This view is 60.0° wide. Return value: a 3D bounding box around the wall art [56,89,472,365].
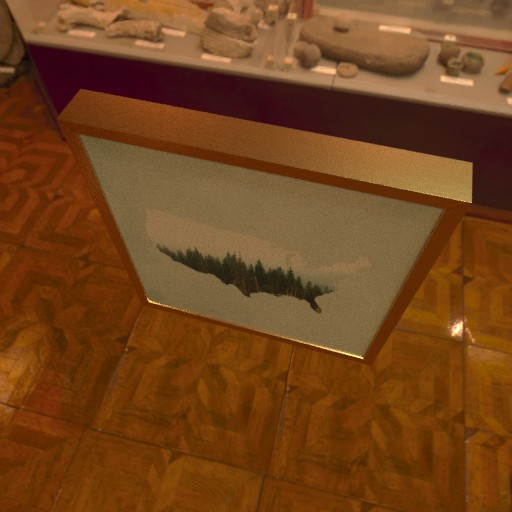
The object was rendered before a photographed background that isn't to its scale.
[{"bbox_3d":[0.000,0.000,0.450,0.304,0.304,0.038,13,57,9],"label":"wall art"}]
